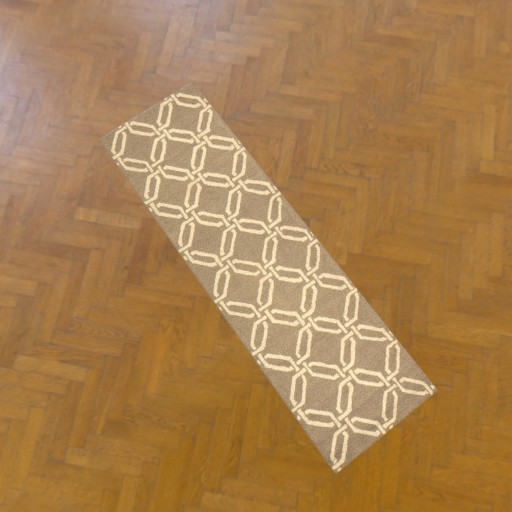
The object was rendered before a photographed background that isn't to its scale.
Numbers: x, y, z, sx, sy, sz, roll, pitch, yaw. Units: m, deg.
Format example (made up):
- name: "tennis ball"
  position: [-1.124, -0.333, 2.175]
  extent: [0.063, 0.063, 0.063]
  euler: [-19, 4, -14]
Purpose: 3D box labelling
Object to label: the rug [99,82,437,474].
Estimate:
- name: "rug"
  position: [0.000, 0.000, 2.478]
  extent: [0.678, 0.014, 2.276]
  euler: [-35, 78, -8]
